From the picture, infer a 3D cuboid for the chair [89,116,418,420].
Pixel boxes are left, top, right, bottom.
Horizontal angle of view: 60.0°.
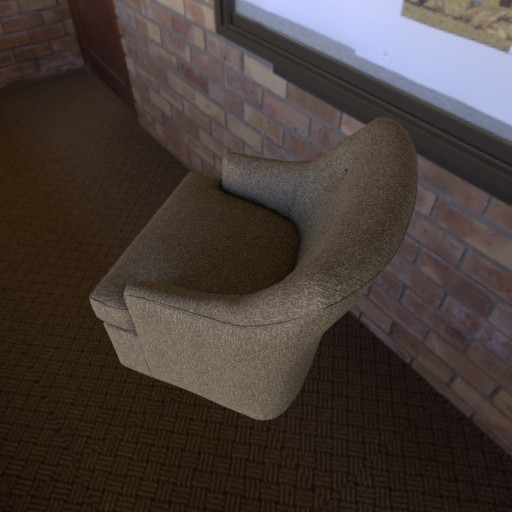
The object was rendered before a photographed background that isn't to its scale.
[{"bbox_3d":[0.000,0.000,1.584,0.923,0.856,0.864,15,48,14],"label":"chair"}]
